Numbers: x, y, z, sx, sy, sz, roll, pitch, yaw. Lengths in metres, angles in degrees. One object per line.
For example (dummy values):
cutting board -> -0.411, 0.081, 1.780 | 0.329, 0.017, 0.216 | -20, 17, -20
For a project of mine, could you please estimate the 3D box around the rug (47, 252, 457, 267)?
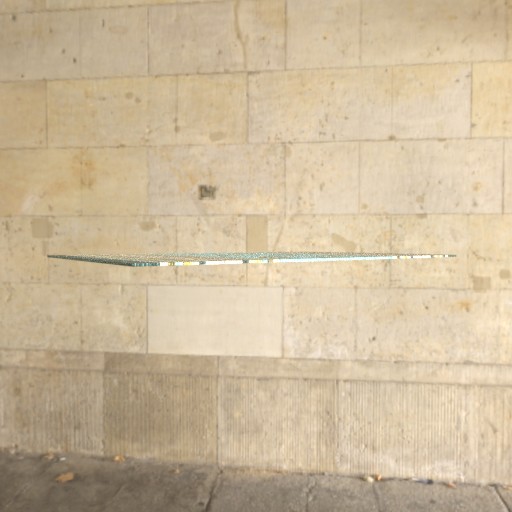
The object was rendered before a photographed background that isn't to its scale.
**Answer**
rug -> 0.000, 0.000, 2.357 | 1.811, 0.010, 1.212 | -1, 2, -36
